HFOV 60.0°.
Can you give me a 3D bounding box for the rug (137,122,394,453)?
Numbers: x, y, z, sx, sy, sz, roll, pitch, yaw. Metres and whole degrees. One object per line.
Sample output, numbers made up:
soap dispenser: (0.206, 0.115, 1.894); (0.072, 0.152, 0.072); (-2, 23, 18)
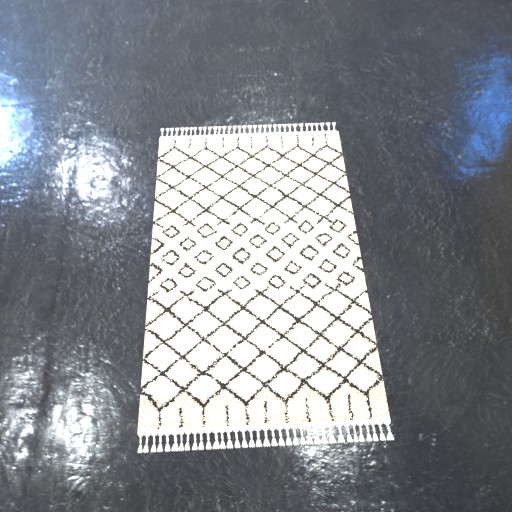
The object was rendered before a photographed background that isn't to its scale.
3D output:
rug: (0.000, 0.000, 2.523); (1.196, 0.008, 2.006); (-2, 62, -1)
